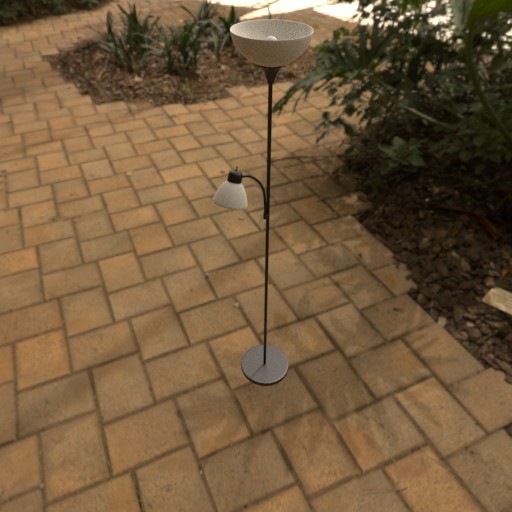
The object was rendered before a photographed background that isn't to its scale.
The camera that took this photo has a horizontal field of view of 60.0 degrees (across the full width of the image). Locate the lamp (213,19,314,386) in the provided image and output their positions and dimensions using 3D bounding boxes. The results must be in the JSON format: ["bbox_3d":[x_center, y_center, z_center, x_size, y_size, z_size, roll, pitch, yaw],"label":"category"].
[{"bbox_3d":[0.000,0.000,1.963,0.279,1.804,0.442,25,46,27],"label":"lamp"}]
